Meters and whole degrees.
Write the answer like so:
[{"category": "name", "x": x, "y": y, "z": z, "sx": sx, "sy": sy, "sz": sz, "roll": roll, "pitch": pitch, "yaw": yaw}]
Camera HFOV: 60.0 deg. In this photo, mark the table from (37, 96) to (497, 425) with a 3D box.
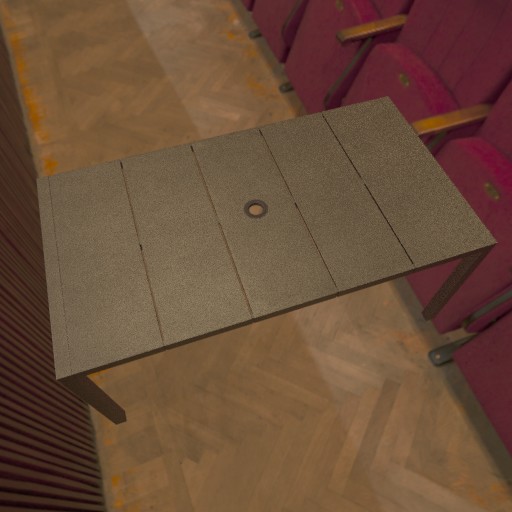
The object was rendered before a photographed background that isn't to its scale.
[{"category": "table", "x": 0.000, "y": 0.000, "z": 2.121, "sx": 1.680, "sy": 0.735, "sz": 0.914, "roll": -16, "pitch": 60, "yaw": -10}]
